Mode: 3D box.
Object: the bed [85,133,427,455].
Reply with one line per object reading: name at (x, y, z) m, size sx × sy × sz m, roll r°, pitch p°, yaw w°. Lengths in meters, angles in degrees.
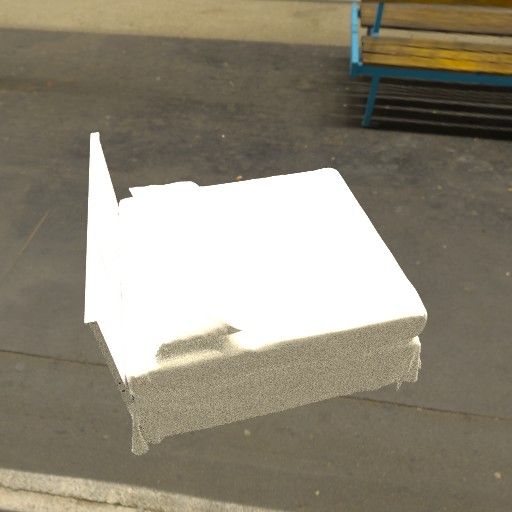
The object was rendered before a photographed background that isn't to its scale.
bed at (0.000, 0.000, 3.134) m, size 2.047 × 1.269 × 1.876 m, roll -10°, pitch 47°, yaw -9°
